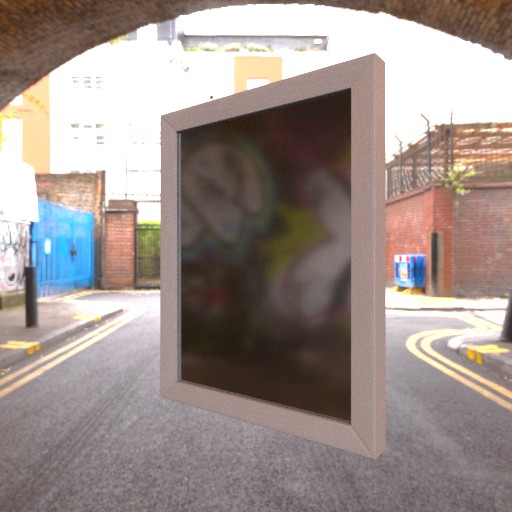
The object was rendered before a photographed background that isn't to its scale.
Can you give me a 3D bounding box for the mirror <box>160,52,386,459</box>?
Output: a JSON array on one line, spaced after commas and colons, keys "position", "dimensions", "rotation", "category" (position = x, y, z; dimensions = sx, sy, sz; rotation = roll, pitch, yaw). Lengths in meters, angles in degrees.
[{"position": [0.000, 0.000, 0.692], "dimensions": [0.405, 0.508, 0.041], "rotation": [0, 0, 38], "category": "mirror"}]
